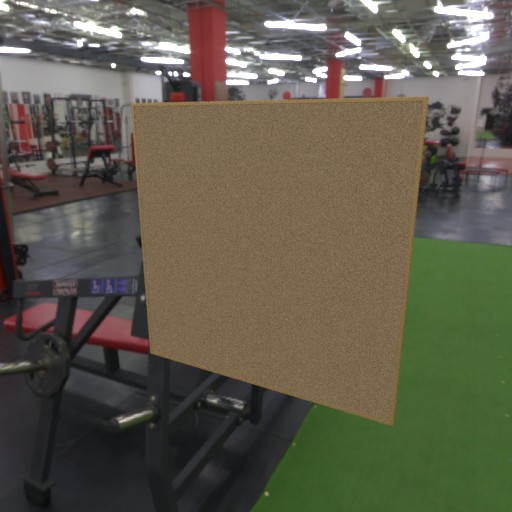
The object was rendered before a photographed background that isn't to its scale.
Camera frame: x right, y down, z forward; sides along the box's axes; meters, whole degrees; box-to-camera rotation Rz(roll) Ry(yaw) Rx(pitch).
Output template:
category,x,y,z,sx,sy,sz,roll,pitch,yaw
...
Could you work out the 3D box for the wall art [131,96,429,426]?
category,x,y,z,sx,sy,sz,roll,pitch,yaw
wall art,0.000,0.000,1.449,0.962,0.959,0.013,9,19,26
